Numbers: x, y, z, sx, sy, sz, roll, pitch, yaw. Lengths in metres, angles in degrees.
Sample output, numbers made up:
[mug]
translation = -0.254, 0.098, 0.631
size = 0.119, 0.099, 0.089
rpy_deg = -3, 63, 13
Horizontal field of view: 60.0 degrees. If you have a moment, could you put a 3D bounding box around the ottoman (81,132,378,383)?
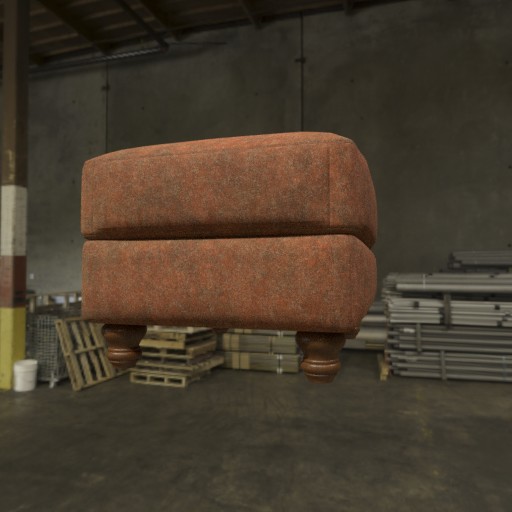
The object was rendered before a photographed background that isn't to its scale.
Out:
[ottoman]
translation = 0.000, 0.000, 1.207
size = 0.635, 0.508, 0.787
rpy_deg = -1, -2, 17
